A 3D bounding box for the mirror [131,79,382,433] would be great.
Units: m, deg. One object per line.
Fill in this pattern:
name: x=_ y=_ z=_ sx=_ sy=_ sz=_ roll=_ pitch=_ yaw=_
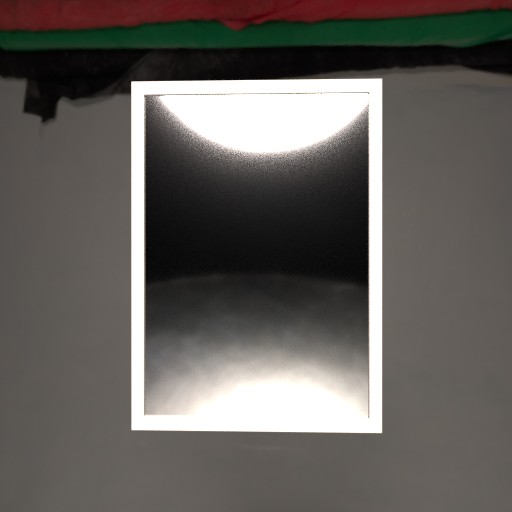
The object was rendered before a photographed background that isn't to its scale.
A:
mirror: x=0.000 y=0.000 z=0.915 sx=0.507 sy=0.710 sz=0.039 roll=0 pitch=0 yaw=2
